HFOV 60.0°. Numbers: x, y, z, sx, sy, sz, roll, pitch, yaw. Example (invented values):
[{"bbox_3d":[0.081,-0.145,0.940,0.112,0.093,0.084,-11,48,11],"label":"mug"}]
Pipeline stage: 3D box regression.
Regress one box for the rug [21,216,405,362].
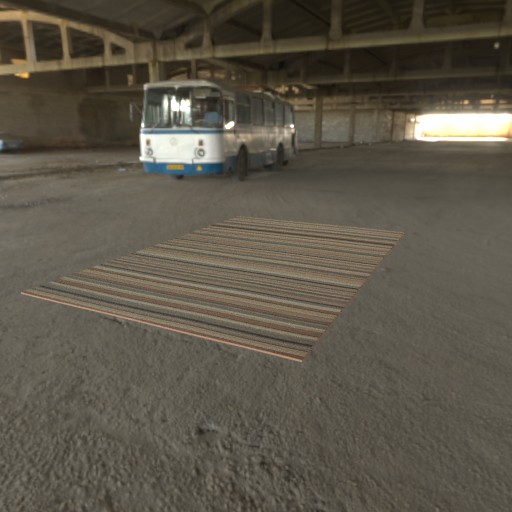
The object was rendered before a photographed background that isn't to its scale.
[{"bbox_3d":[0.000,0.000,2.314,1.219,0.008,1.829,8,18,26],"label":"rug"}]
